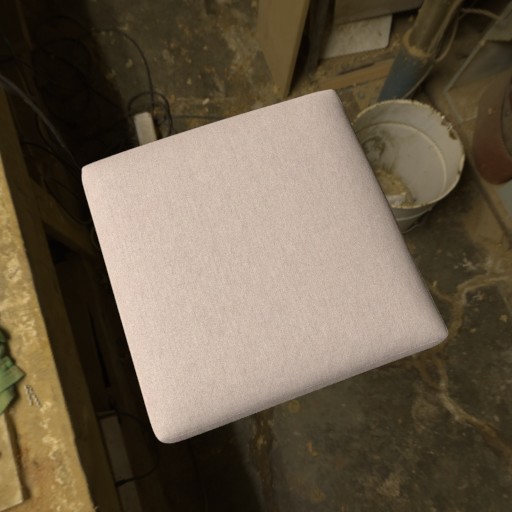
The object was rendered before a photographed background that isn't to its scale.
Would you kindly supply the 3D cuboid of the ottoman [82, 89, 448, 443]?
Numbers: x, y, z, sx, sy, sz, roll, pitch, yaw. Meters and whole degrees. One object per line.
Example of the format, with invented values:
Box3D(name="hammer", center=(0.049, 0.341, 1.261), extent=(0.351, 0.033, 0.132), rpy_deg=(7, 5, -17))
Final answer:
Box3D(name="ottoman", center=(0.000, 0.000, 1.660), extent=(1.041, 0.470, 1.041), rpy_deg=(-19, 77, -5))
